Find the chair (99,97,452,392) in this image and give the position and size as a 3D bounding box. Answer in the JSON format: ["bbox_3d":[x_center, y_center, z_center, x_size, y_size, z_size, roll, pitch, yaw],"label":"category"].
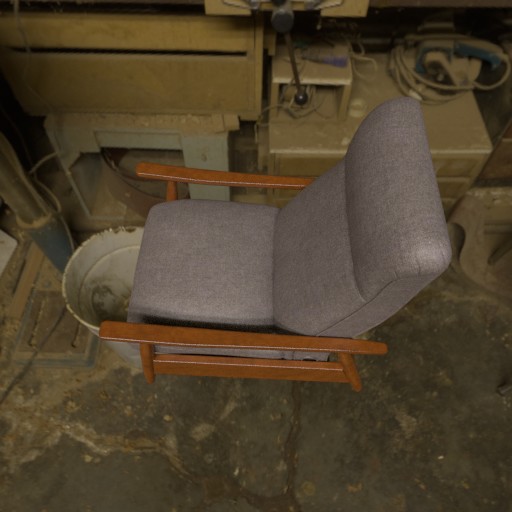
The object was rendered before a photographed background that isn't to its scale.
[{"bbox_3d":[0.000,0.000,1.708,1.014,1.081,0.762,2,60,1],"label":"chair"}]
